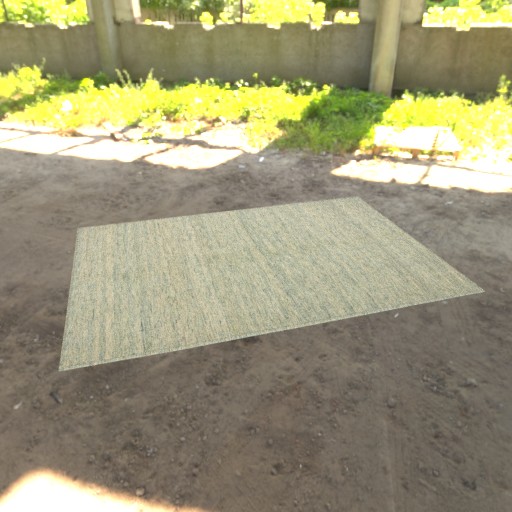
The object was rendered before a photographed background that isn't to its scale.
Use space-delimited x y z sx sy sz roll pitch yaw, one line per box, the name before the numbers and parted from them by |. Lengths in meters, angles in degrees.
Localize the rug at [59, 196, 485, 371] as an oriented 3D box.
rug | 0.000 0.000 2.352 1.850 0.015 1.250 -8 30 -14
